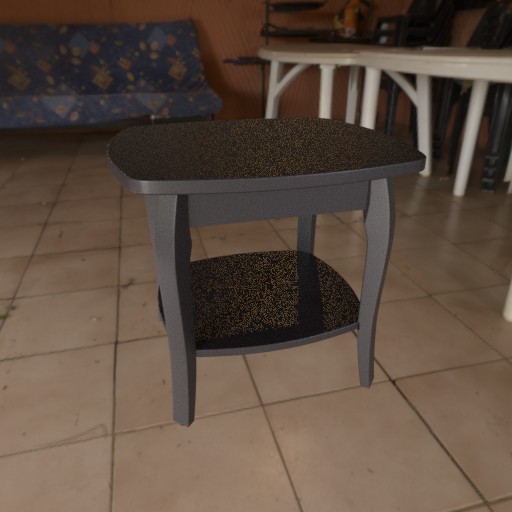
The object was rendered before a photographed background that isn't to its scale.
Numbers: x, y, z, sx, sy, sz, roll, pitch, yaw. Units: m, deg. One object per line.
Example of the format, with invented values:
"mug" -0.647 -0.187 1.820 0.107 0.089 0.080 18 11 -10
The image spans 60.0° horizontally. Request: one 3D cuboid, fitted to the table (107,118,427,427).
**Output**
"table" 0.000 0.000 0.885 0.508 0.457 0.457 -7 27 -14
